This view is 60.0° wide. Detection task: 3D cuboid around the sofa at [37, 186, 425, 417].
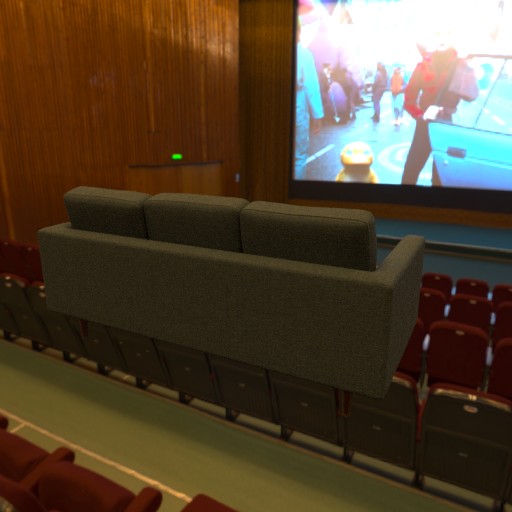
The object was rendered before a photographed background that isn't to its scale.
[{"bbox_3d":[0.000,0.000,2.906,2.055,0.957,1.667,8,18,27],"label":"sofa"}]
